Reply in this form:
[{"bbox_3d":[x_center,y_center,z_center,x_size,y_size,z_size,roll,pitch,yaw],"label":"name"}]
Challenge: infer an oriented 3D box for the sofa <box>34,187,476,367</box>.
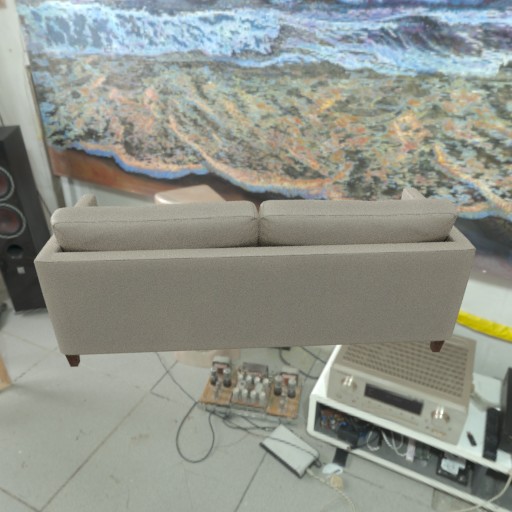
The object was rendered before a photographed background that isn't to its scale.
[{"bbox_3d":[0.000,0.000,2.857,2.361,0.968,0.951,-2,30,-3],"label":"sofa"}]
